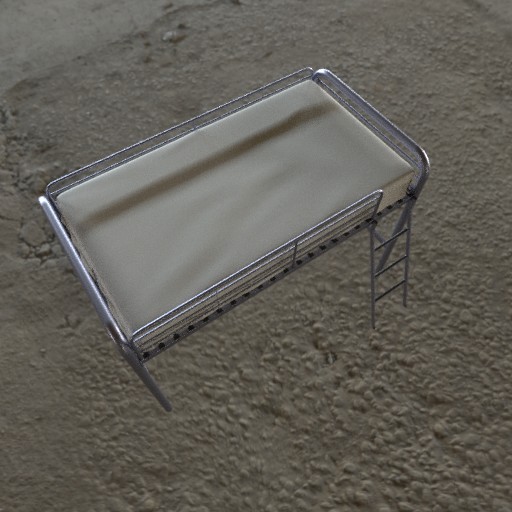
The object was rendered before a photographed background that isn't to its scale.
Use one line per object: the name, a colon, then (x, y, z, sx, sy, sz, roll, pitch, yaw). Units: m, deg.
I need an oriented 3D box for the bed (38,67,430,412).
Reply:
bed: (0.000, 0.000, 2.904, 1.965, 1.288, 1.415, -30, 63, -17)
